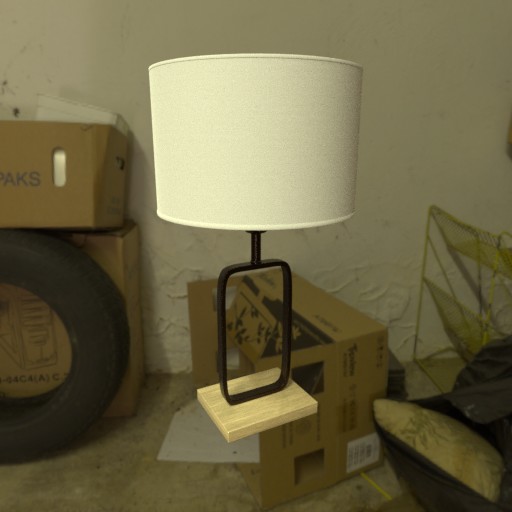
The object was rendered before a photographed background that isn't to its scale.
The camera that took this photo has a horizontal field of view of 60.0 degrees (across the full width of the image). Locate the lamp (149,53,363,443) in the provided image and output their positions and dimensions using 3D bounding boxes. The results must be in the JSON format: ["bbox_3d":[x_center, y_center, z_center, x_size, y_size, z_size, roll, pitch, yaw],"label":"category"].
[{"bbox_3d":[0.000,0.000,0.657,0.279,0.508,0.279,-8,17,-27],"label":"lamp"}]
